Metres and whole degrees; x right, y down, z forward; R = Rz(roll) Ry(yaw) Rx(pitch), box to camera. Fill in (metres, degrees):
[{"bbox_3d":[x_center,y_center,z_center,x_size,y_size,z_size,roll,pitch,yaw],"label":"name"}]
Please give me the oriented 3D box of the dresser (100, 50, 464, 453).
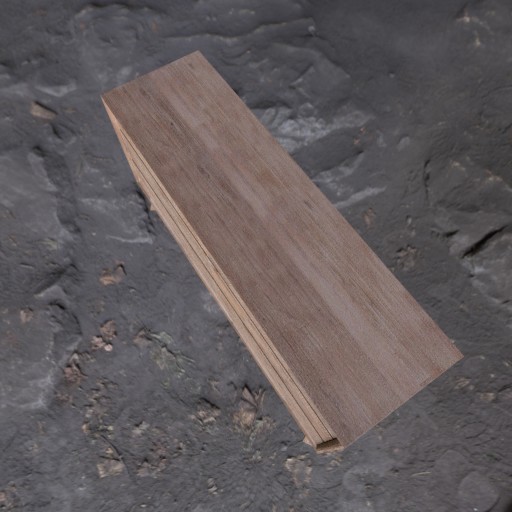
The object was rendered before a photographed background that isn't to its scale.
[{"bbox_3d":[0.000,0.000,1.906,0.455,0.805,1.554,-31,69,-14],"label":"dresser"}]
